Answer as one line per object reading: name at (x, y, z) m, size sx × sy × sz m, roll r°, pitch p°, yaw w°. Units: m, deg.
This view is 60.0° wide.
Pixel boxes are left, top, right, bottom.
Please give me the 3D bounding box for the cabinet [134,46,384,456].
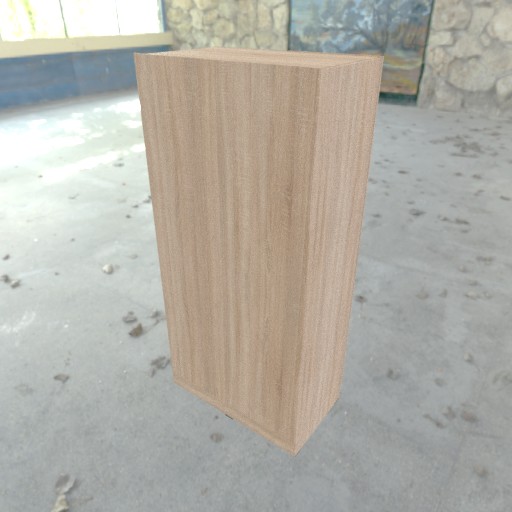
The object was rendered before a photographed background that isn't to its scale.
cabinet at (0.000, 0.000, 2.552) m, size 1.001 × 2.121 × 0.590 m, roll 20°, pitch 35°, yaw 31°
